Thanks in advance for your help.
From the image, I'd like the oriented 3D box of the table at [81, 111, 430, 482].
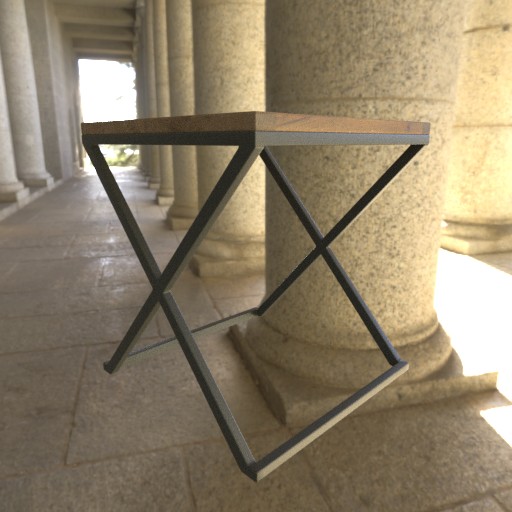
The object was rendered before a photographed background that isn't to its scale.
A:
[{"bbox_3d":[0.000,0.000,0.953,0.498,0.550,0.499,14,20,43],"label":"table"}]
